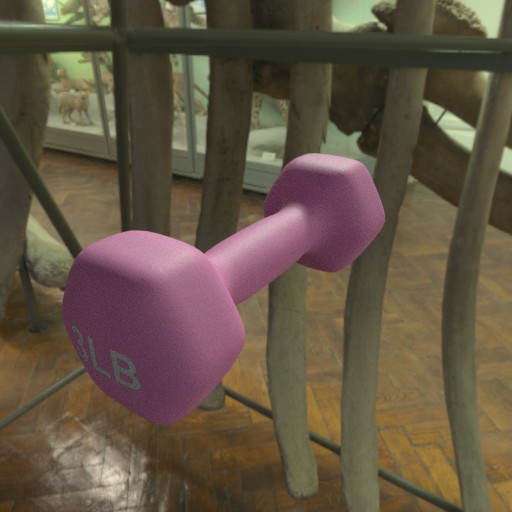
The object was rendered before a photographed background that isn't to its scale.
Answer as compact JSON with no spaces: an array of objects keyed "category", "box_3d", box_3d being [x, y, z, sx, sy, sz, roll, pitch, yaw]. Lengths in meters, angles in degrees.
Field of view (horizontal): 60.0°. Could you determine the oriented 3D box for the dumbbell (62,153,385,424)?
[{"category":"dumbbell","box_3d":[0.000,0.000,0.188,0.064,0.058,0.159,18,32,31]}]
